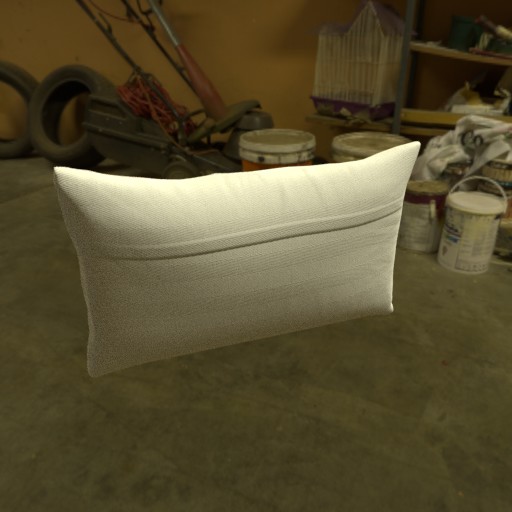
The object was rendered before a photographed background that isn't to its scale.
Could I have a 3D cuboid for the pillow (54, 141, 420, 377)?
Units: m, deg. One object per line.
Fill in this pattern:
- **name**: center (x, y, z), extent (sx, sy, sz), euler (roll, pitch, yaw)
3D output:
- **pillow**: center (0.000, 0.000, 0.641), extent (0.506, 0.305, 0.139), euler (-9, 28, -17)
